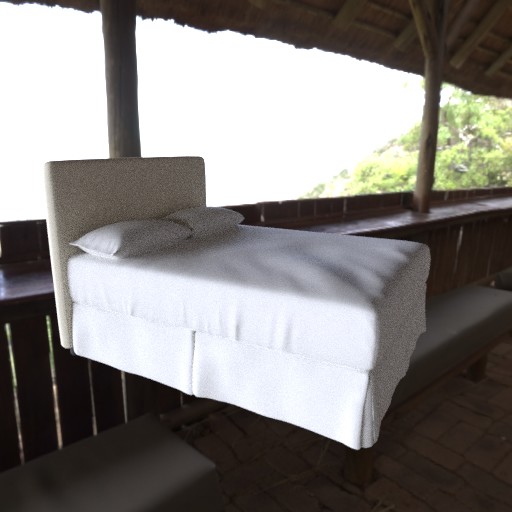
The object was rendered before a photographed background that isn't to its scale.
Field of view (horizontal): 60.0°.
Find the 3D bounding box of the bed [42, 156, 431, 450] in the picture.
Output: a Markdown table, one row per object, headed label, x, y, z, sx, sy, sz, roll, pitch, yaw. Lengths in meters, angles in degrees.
| label | x | y | z | sx | sy | sz | roll | pitch | yaw |
| --- | --- | --- | --- | --- | --- | --- | --- | --- | --- |
| bed | 0.000 | 0.000 | 3.106 | 2.147 | 1.330 | 1.714 | 7 | 16 | 28 |
